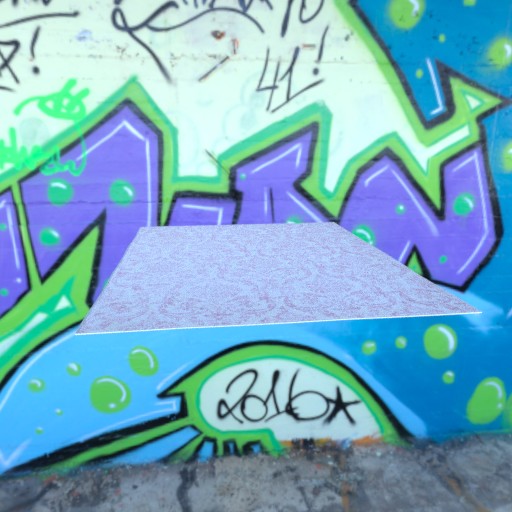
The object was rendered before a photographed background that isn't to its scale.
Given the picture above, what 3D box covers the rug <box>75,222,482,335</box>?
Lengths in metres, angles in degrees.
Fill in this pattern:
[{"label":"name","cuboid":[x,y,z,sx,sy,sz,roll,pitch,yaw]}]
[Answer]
[{"label":"rug","cuboid":[0.000,0.000,3.957,2.363,0.012,2.980,-2,15,-7]}]
